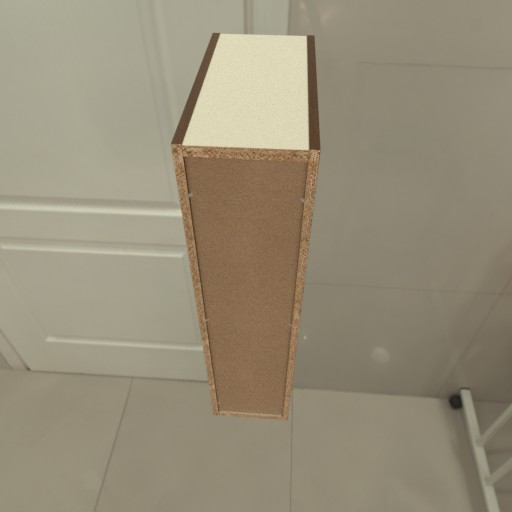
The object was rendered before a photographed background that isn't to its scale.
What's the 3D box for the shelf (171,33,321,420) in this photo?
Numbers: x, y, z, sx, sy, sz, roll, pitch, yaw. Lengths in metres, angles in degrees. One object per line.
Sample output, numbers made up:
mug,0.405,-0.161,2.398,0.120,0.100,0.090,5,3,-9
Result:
shelf,0.000,0.000,0.739,0.147,0.600,0.290,3,46,3
